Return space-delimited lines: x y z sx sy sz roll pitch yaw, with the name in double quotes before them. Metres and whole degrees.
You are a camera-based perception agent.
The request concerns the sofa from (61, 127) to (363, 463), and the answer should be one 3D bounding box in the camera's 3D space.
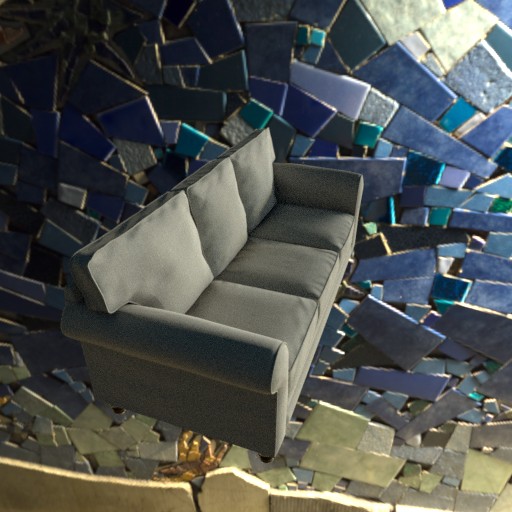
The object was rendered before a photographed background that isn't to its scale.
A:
"sofa" 0.000 0.000 2.533 0.916 0.961 2.084 10 32 17
